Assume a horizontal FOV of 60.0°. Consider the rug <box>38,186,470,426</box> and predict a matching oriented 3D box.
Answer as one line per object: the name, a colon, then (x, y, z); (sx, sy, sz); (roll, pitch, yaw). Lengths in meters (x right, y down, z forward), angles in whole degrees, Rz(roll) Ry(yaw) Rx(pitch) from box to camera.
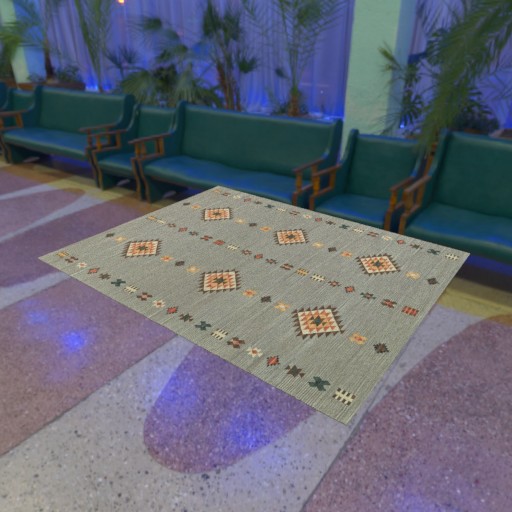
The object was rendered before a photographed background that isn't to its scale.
rug: (0.000, 0.000, 3.977); (3.035, 0.008, 2.425); (20, 34, 32)
